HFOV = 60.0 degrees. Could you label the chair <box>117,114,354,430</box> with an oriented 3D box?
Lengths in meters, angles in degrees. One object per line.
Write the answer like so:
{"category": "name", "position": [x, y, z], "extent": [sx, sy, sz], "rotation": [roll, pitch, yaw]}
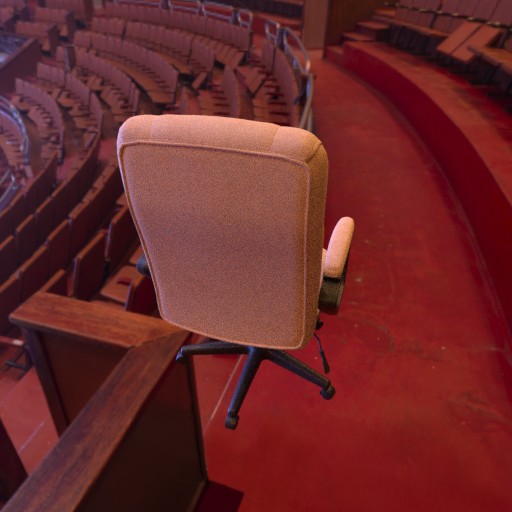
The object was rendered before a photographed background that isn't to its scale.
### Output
{"category": "chair", "position": [0.000, 0.000, 1.540], "extent": [0.667, 1.105, 0.724], "rotation": [9, 33, 15]}
